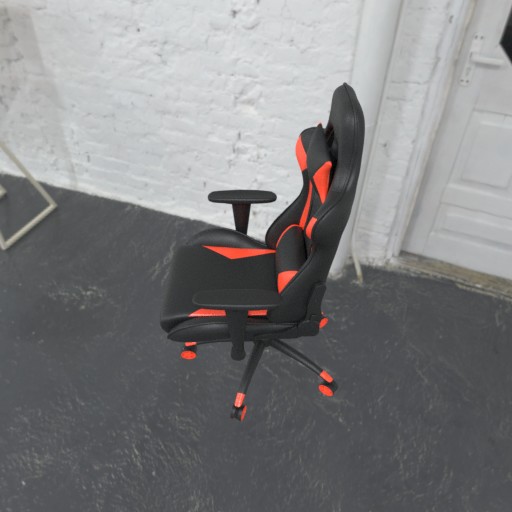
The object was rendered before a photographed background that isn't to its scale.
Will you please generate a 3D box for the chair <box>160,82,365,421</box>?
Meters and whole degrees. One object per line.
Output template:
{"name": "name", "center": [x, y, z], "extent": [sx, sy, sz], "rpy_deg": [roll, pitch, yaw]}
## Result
{"name": "chair", "center": [0.000, 0.000, 1.707], "extent": [0.730, 1.282, 0.695], "rpy_deg": [0, 42, 0]}
